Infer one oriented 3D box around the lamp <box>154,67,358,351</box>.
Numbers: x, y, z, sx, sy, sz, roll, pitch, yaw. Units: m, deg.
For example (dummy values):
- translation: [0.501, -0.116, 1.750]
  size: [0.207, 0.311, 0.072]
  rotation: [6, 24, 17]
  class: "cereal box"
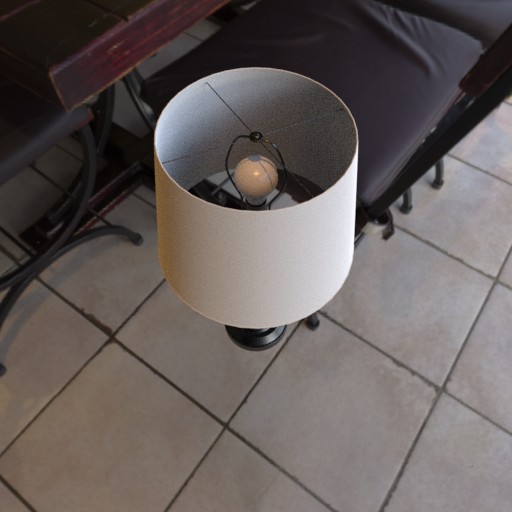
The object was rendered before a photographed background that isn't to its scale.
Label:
- translation: [0.000, 0.000, 0.804]
  size: [0.331, 0.594, 0.331]
  rotation: [0, 58, 0]
  class: "lamp"
